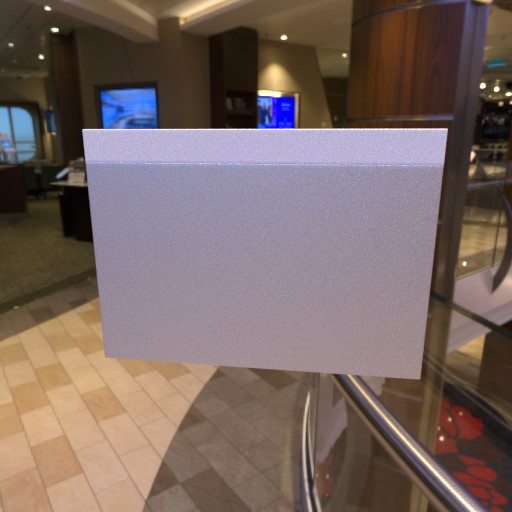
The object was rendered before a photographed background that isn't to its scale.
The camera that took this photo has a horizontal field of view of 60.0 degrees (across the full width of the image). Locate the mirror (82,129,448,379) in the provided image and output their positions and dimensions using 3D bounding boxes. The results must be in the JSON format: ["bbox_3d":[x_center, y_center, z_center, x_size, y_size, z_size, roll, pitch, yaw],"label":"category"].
[{"bbox_3d":[0.000,0.000,1.145,0.870,0.630,0.030,2,15,7],"label":"mirror"}]
